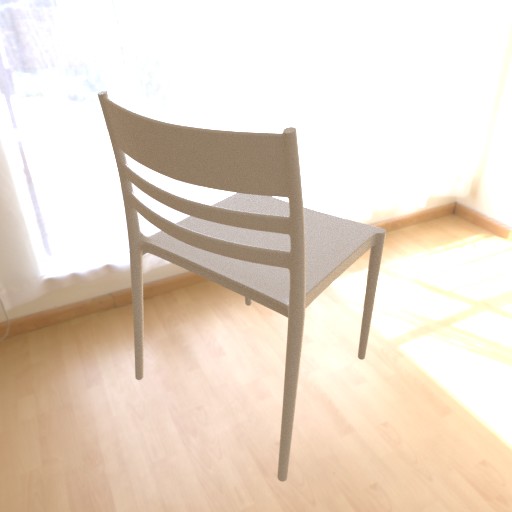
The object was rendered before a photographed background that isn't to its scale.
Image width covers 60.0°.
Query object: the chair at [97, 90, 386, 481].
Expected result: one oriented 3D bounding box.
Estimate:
[{"bbox_3d":[0.000,0.000,1.114,0.531,0.800,0.511,22,37,32],"label":"chair"}]
